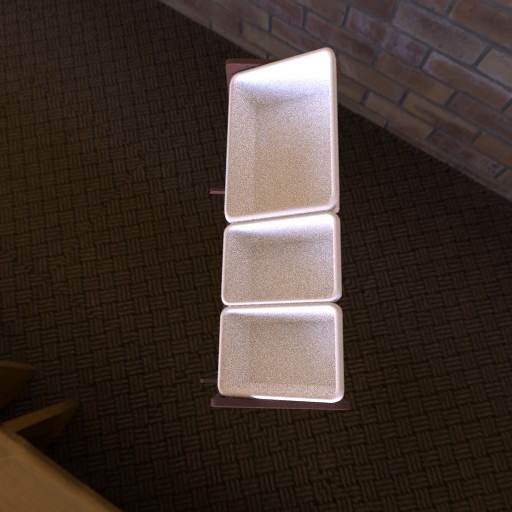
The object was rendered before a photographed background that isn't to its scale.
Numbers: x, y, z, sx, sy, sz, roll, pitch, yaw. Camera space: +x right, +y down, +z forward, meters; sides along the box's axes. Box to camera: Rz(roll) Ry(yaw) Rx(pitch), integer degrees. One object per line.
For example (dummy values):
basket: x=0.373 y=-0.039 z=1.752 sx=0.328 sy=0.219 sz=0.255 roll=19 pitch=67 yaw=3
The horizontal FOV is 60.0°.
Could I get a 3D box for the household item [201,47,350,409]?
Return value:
household item: x=0.000 y=0.000 z=1.302 sx=0.389 sy=0.864 sz=0.787 roll=1 pitch=76 yaw=0
